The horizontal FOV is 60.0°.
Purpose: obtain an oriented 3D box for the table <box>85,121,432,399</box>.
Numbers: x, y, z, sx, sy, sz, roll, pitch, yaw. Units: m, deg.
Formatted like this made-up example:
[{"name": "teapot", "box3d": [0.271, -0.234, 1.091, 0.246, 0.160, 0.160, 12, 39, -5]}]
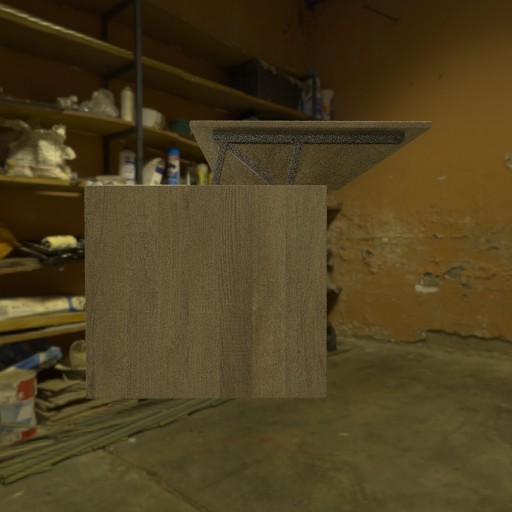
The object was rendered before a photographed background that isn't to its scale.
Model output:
[{"name": "table", "box3d": [0.000, 0.000, 1.410, 0.712, 0.570, 1.000, 0, 1, -1]}]
